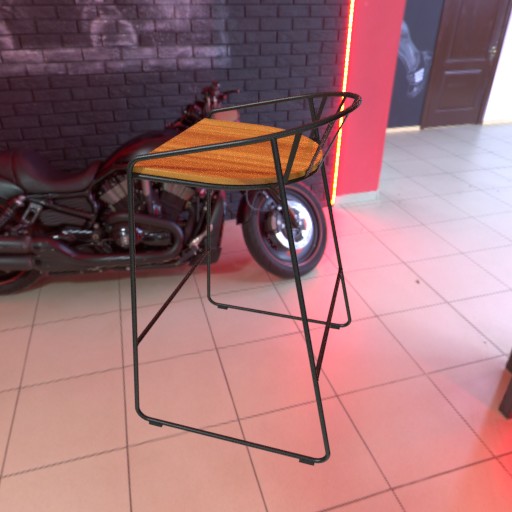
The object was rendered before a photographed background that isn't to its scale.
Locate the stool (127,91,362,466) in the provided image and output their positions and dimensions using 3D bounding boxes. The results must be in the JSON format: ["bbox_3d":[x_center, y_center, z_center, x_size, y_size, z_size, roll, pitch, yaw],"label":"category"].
[{"bbox_3d":[0.000,0.000,1.158,0.521,0.812,0.546,8,32,14],"label":"stool"}]
